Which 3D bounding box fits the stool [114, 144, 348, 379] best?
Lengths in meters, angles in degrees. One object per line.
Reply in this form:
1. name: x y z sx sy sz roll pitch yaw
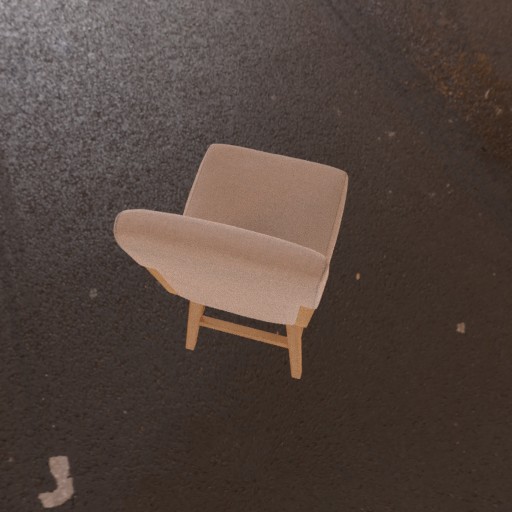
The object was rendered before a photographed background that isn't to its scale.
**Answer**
1. stool: 0.000 0.000 1.304 0.446 1.015 0.543 14 64 7
